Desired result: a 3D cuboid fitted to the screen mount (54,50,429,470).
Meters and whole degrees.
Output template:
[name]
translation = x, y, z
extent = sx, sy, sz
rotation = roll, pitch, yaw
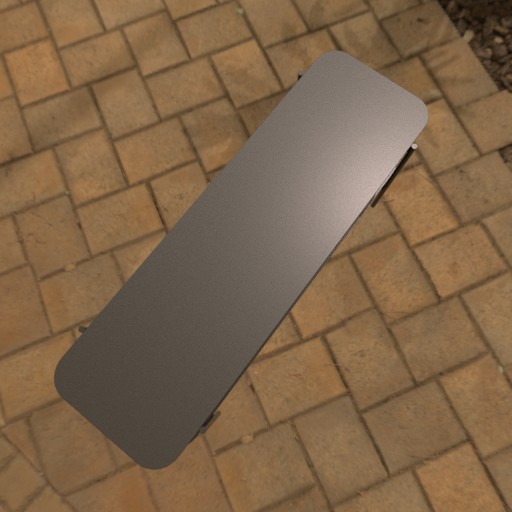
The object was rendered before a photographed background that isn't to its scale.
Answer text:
[screen mount]
translation = 0.000, 0.000, 1.366
extent = 0.400, 0.447, 1.200
rotation = 36, 78, 9
